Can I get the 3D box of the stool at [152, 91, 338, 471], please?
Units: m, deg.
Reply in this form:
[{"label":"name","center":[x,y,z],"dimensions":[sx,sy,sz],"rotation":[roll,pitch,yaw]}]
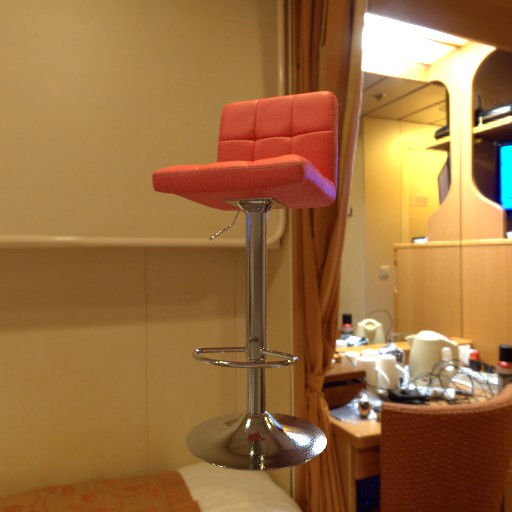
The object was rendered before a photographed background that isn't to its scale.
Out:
[{"label":"stool","center":[0.000,0.000,1.350],"dimensions":[0.430,1.115,0.505],"rotation":[0,0,20]}]
